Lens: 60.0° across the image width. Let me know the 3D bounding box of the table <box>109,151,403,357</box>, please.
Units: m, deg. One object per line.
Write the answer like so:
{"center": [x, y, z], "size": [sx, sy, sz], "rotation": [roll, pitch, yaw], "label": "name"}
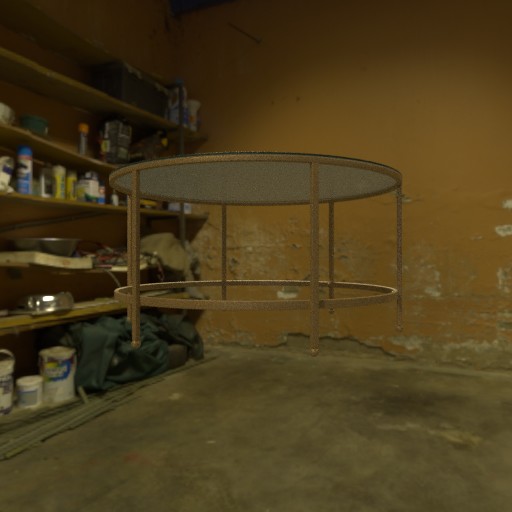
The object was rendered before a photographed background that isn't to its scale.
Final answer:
{"center": [0.000, 0.000, 1.454], "size": [0.914, 0.470, 0.914], "rotation": [0, 0, 0], "label": "table"}
